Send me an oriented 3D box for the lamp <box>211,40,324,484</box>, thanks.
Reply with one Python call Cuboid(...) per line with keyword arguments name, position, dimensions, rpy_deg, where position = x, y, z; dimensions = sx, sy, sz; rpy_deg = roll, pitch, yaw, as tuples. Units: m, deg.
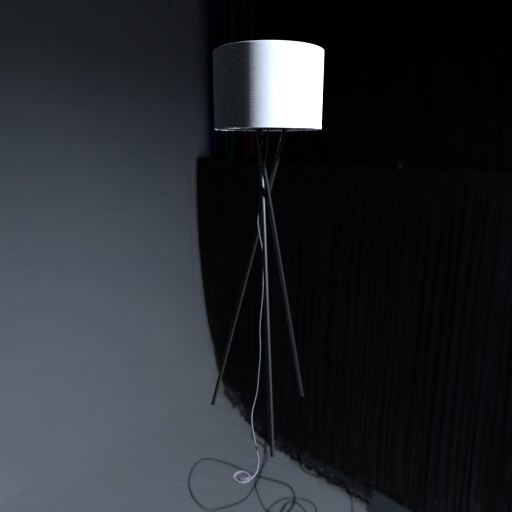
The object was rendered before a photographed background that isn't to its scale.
Cuboid(name="lamp", position=(0.000, 0.000, 1.912), dimensions=(0.667, 1.624, 0.522), rpy_deg=(-13, 19, -43))
